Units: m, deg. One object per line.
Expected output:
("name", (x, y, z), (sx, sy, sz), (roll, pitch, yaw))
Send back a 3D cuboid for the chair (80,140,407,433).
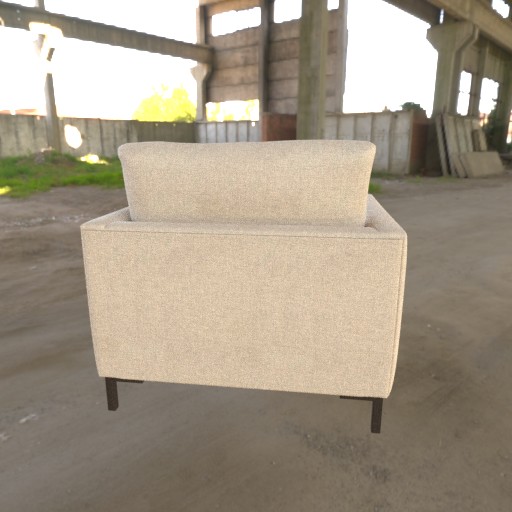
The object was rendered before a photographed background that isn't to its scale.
("chair", (0.000, 0.000, 1.692), (0.963, 0.861, 0.866), (2, 15, 8))
